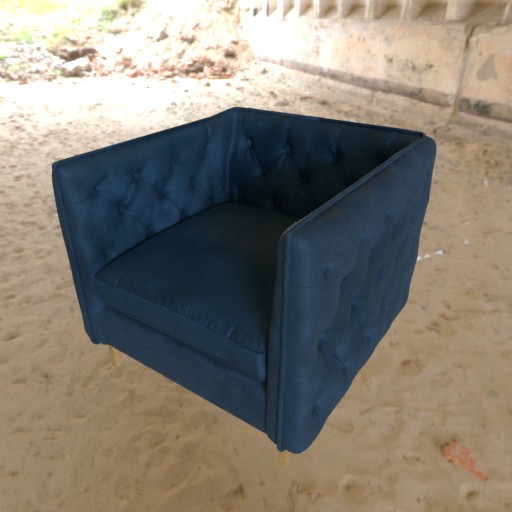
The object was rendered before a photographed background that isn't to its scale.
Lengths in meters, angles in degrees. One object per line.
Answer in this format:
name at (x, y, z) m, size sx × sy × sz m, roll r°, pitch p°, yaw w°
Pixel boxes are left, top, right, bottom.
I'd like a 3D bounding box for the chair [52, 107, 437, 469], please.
chair at (0.000, 0.000, 1.490) m, size 0.868 × 0.771 × 0.877 m, roll 18°, pitch 34°, yaw 30°
